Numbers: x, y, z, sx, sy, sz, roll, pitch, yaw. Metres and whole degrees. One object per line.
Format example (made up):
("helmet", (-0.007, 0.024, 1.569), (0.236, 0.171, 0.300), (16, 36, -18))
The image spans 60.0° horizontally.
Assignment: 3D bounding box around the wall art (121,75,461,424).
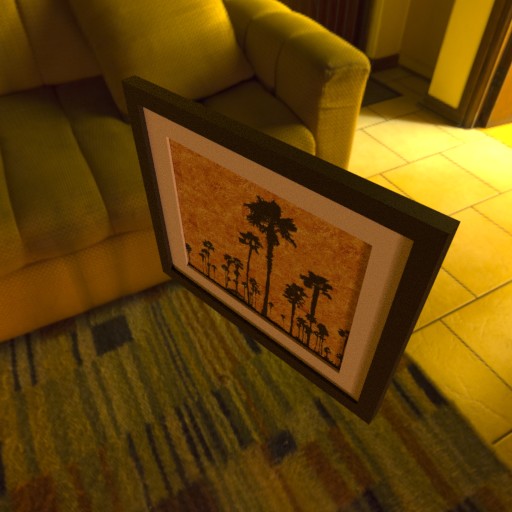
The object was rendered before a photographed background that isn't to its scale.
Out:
("wall art", (0.000, 0.000, 0.761), (0.561, 0.460, 0.028), (32, 53, 28))
